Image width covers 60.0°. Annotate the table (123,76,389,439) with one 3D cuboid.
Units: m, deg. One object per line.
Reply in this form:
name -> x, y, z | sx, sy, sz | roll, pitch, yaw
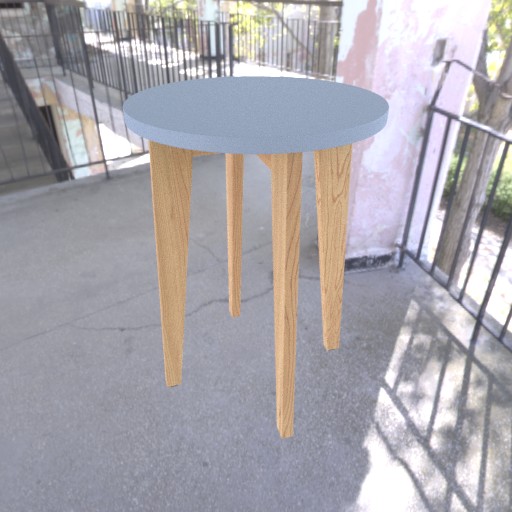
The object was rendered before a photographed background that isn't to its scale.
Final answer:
table -> 0.000, 0.000, 0.732 | 0.350, 0.500, 0.350 | 0, 32, 0
